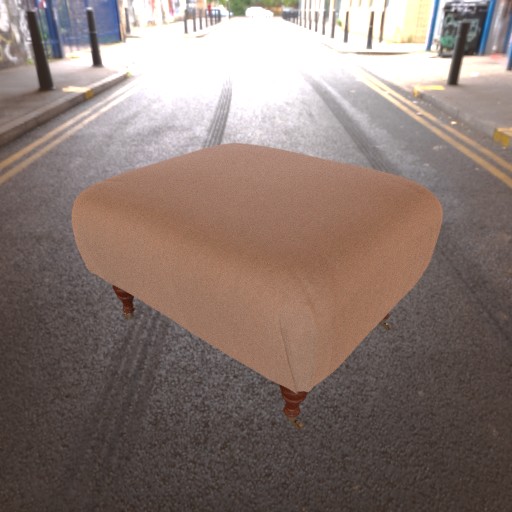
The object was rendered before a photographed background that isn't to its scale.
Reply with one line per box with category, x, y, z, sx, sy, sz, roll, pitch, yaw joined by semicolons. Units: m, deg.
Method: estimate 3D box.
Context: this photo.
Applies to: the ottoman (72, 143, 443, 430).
ottoman;0.000;0.000;1.151;0.746;0.450;0.639;22;36;34
